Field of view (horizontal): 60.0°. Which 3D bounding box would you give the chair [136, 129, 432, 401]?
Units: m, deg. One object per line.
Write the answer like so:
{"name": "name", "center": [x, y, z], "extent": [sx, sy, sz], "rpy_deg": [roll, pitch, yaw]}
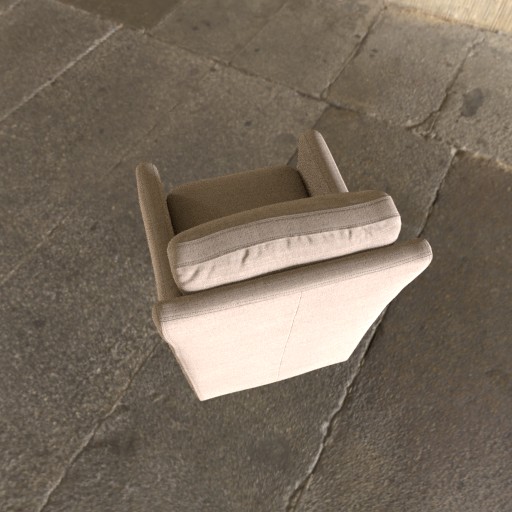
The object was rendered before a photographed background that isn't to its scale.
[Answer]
{"name": "chair", "center": [0.000, 0.000, 1.385], "extent": [0.626, 0.914, 0.694], "rpy_deg": [-13, 59, -8]}
